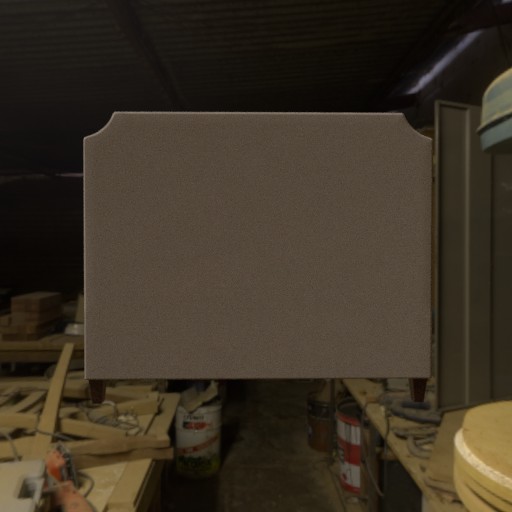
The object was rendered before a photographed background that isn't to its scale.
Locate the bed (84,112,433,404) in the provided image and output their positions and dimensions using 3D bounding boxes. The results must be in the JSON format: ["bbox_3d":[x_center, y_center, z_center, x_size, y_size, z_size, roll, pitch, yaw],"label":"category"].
[{"bbox_3d":[0.000,0.000,3.297,1.703,1.415,2.329,0,1,-1],"label":"bed"}]
